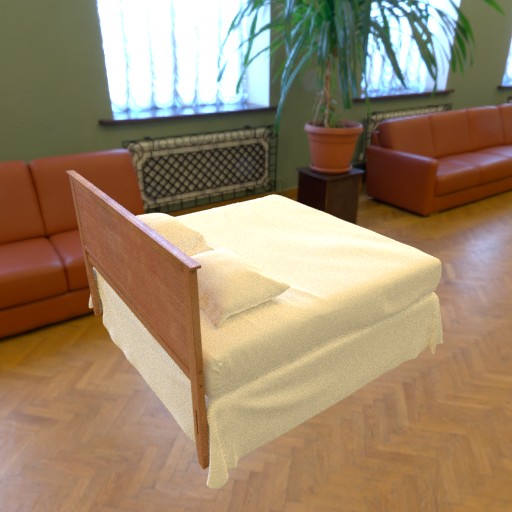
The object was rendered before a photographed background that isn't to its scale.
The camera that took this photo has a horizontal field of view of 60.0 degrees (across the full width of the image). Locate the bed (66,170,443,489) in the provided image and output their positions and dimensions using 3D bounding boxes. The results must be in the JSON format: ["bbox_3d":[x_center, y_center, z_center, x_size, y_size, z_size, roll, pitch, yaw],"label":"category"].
[{"bbox_3d":[0.000,0.000,3.484,2.215,1.270,2.317,-17,30,-32],"label":"bed"}]
